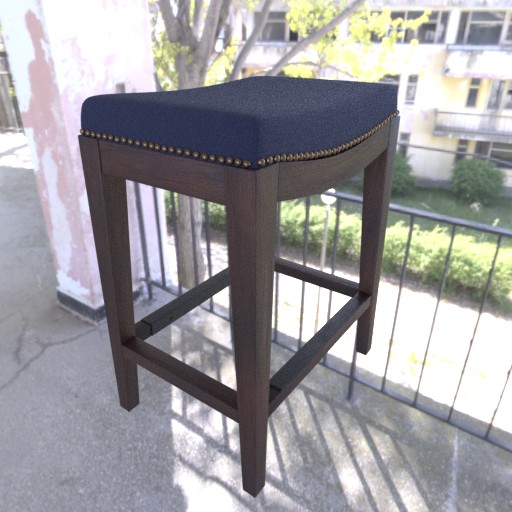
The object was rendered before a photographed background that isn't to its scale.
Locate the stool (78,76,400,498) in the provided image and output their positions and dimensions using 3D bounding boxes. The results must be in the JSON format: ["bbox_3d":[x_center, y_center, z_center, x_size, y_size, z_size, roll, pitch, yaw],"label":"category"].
[{"bbox_3d":[0.000,0.000,0.900,0.361,0.642,0.500,18,32,32],"label":"stool"}]
